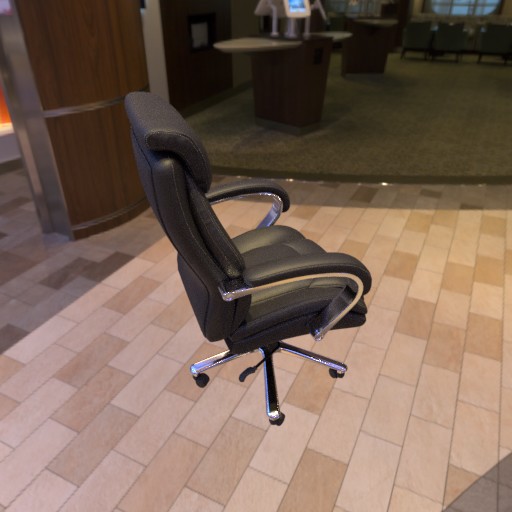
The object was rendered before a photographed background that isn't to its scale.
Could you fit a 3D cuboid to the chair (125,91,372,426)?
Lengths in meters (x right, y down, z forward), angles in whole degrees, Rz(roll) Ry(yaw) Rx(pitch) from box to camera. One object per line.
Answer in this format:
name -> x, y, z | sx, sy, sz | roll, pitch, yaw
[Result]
chair -> 0.000, 0.000, 1.704 | 0.790, 1.183, 0.755 | -11, 33, -17
